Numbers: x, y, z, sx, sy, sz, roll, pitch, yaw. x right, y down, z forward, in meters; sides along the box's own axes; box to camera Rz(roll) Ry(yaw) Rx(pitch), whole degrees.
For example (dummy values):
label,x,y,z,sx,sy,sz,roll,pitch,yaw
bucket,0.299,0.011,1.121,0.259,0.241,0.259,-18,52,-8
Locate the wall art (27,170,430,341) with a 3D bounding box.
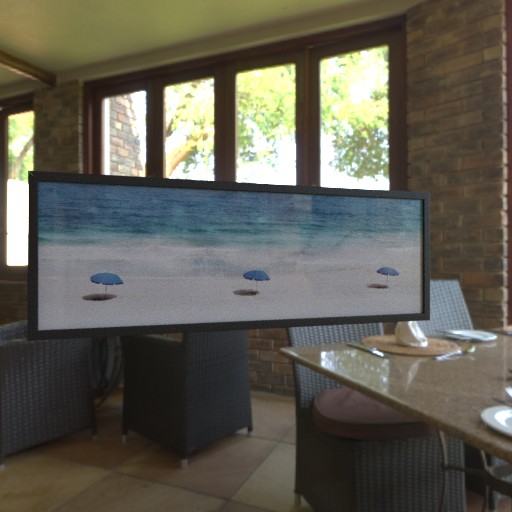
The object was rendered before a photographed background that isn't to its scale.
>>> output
label,x,y,z,sx,sy,sz,roll,pitch,yaw
wall art,0.000,0.000,1.700,1.572,0.554,0.041,0,0,-18
